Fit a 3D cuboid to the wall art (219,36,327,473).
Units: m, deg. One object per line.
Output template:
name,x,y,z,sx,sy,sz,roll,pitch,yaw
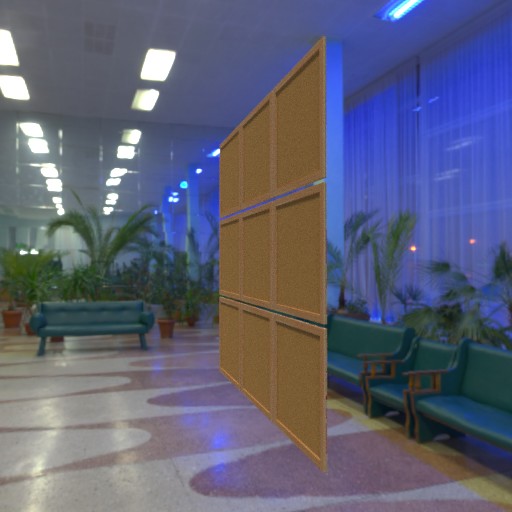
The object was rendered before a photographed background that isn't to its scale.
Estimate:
wall art,0.000,0.000,2.263,0.013,1.519,1.521,0,-1,-18
